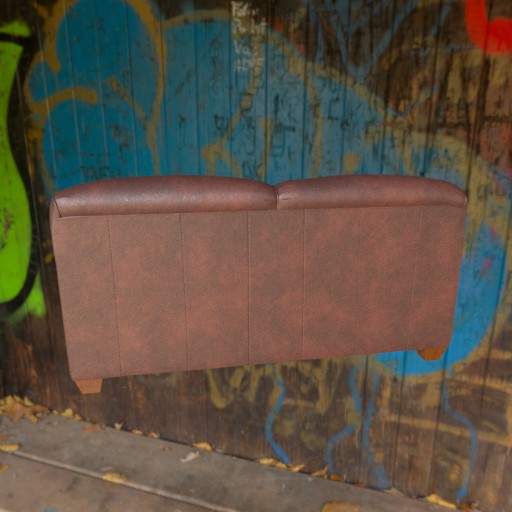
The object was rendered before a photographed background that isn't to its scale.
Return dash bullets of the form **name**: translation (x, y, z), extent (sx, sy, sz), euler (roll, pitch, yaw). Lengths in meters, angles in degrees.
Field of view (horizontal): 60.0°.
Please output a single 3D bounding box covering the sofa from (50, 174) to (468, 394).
- **sofa**: translation (0.000, 0.000, 2.443), extent (1.856, 0.966, 1.000), euler (-3, 16, -10)
